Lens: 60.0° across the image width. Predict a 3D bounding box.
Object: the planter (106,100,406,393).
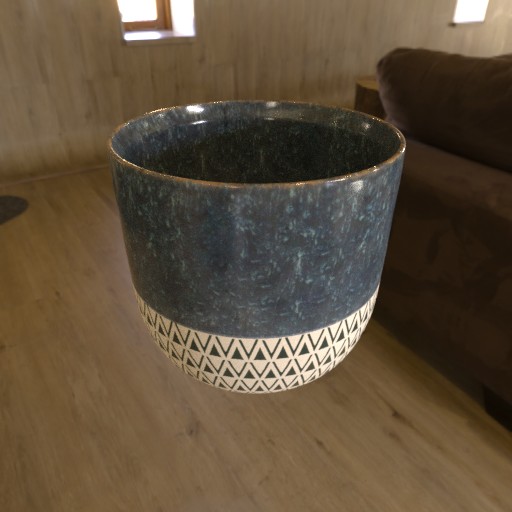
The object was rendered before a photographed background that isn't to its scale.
[{"bbox_3d":[0.000,0.000,0.477,0.266,0.270,0.266,0,31,0],"label":"planter"}]
